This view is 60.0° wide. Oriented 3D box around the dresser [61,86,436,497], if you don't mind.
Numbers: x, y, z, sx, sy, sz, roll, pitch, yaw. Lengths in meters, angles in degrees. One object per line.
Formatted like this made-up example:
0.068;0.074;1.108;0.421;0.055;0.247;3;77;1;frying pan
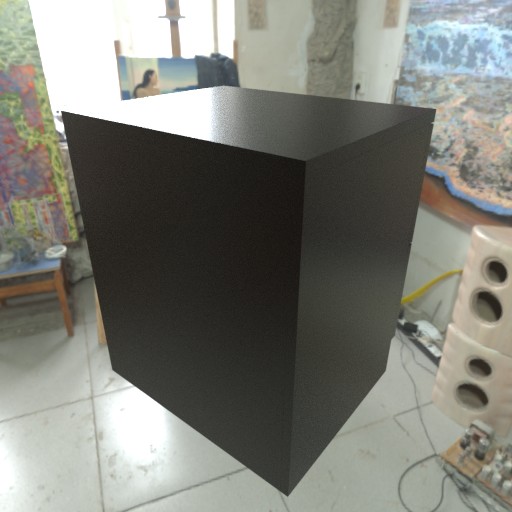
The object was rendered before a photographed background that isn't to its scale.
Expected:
0.000;0.000;0.733;0.400;0.470;0.360;21;34;34;dresser
